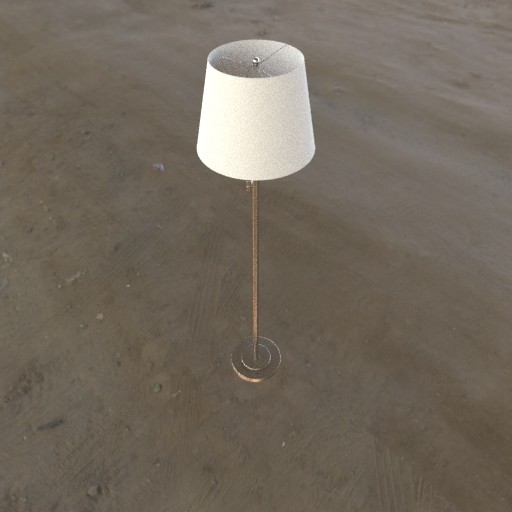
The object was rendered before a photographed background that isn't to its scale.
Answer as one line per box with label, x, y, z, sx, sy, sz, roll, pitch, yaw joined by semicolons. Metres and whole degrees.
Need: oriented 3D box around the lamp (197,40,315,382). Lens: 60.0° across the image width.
lamp;0.000;0.000;1.678;0.355;1.473;0.355;0;46;0
